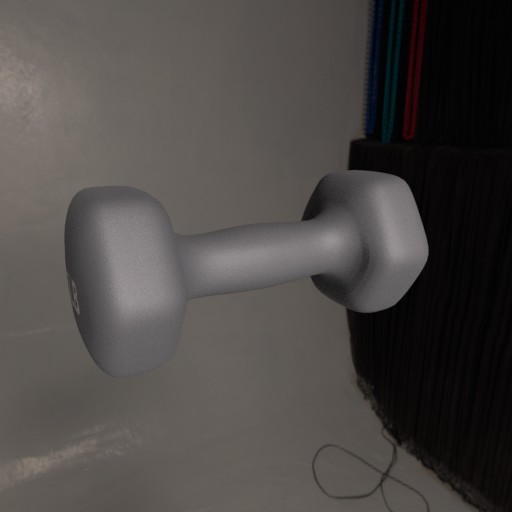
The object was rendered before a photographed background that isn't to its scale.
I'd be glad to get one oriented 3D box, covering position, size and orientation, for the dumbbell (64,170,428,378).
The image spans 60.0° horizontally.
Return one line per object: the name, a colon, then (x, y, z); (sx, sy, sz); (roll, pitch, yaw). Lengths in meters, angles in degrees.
dumbbell: (0.000, 0.000, 0.305); (0.240, 0.105, 0.116); (-9, 19, -27)
